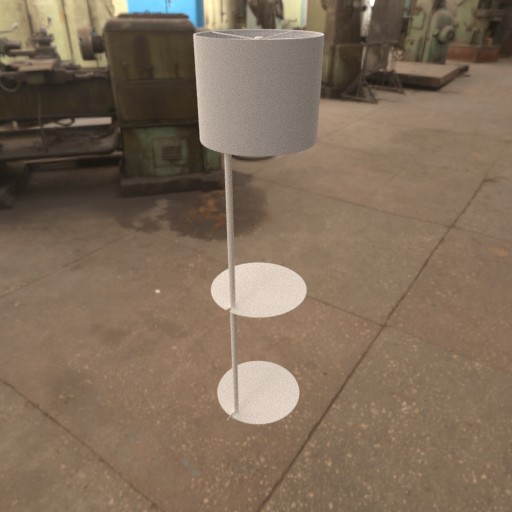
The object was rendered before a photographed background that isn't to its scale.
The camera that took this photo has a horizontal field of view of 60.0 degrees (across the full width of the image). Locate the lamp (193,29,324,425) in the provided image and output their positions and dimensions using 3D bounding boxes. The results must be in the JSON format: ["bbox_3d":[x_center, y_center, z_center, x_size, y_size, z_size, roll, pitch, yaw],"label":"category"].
[{"bbox_3d":[0.000,0.000,1.631,0.372,1.465,0.405,21,37,31],"label":"lamp"}]
